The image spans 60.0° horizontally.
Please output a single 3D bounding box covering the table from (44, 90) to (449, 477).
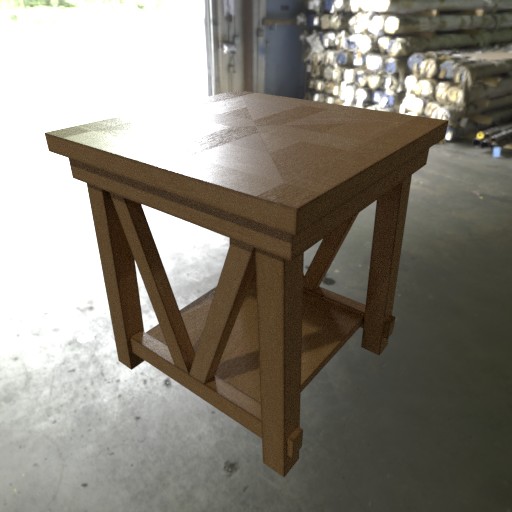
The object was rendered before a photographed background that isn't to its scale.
[{"bbox_3d":[0.000,0.000,1.101,0.612,0.638,0.610,21,36,32],"label":"table"}]
